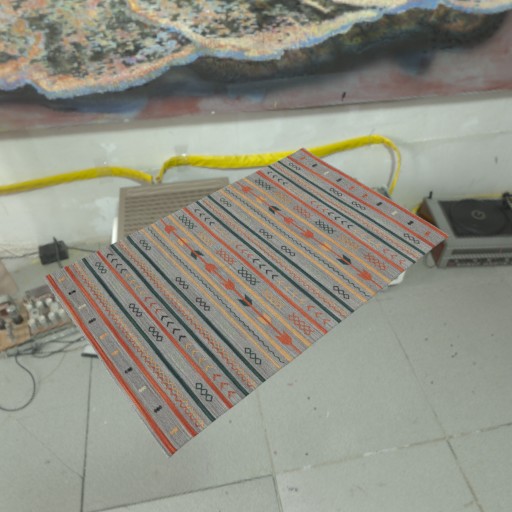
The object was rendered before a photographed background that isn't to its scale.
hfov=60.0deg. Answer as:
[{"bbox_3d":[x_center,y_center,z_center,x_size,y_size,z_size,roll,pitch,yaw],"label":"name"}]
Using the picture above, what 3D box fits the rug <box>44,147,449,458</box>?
[{"bbox_3d":[0.000,0.000,3.111,2.439,0.029,1.537,-32,54,-27],"label":"rug"}]
